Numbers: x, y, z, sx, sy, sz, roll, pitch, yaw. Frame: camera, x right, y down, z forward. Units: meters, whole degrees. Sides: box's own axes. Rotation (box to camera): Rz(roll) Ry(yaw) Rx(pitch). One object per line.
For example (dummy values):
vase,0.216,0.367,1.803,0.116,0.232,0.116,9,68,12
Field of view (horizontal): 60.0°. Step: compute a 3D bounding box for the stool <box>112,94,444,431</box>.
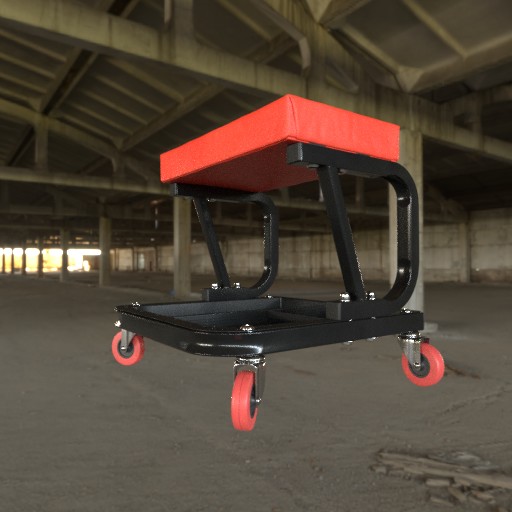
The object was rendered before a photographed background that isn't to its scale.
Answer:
stool,0.000,0.000,0.712,0.371,0.380,0.446,0,-1,-36
